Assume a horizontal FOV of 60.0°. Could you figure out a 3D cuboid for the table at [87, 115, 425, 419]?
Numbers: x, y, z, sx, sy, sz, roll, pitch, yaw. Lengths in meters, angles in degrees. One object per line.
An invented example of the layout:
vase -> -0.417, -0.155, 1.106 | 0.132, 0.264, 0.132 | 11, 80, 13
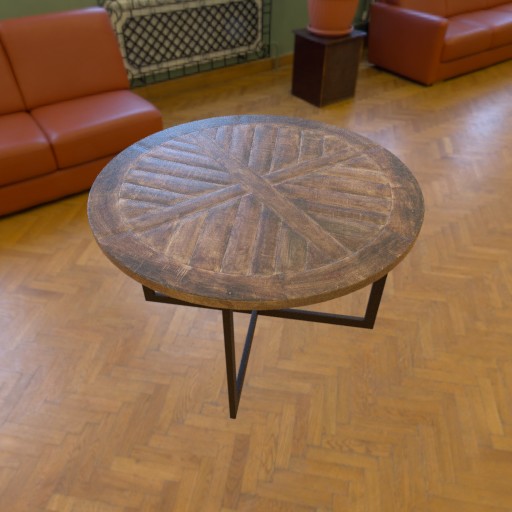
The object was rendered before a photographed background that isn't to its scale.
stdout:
table -> 0.000, 0.000, 1.976 | 1.264, 0.762, 1.264 | 0, 41, 0
